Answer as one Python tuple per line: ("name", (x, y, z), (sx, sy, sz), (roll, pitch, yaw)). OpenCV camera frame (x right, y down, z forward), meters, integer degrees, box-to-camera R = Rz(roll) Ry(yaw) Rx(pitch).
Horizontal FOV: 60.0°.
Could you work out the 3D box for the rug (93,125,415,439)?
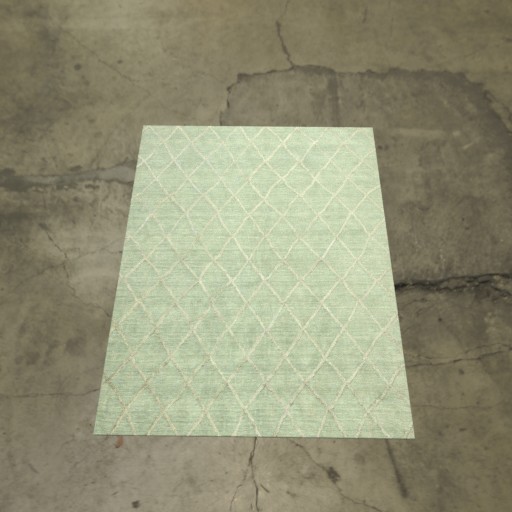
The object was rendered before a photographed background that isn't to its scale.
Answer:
("rug", (0.000, 0.000, 4.004), (2.420, 0.019, 3.039), (1, 64, 0))
